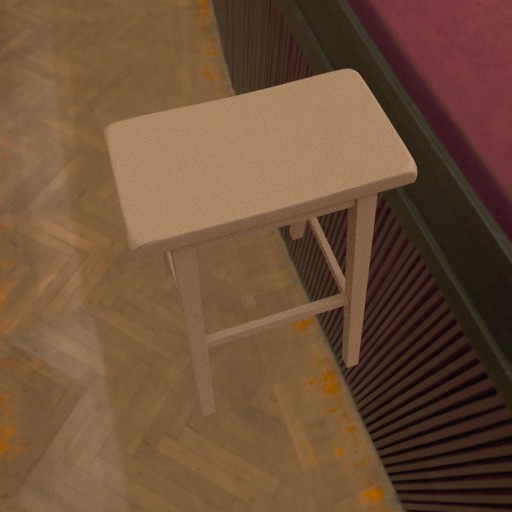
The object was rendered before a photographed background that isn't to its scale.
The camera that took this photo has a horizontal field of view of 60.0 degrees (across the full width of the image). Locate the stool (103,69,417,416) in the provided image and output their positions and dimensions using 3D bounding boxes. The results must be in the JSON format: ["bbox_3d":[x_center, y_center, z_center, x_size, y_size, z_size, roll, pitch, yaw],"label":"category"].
[{"bbox_3d":[0.000,0.000,1.015,0.457,0.737,0.476,-16,63,-8],"label":"stool"}]
